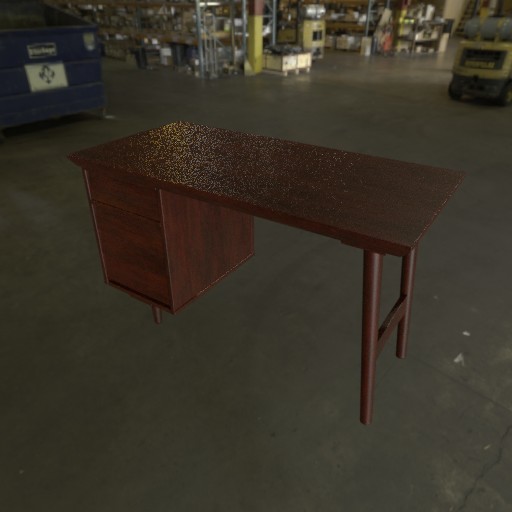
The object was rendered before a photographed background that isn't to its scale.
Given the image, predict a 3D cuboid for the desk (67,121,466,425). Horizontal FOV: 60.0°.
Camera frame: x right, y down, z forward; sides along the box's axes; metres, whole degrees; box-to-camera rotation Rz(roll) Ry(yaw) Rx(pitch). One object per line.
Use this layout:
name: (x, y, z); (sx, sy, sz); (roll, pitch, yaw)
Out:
desk: (0.000, 0.000, 1.750); (1.277, 0.758, 0.612); (18, 35, 28)
